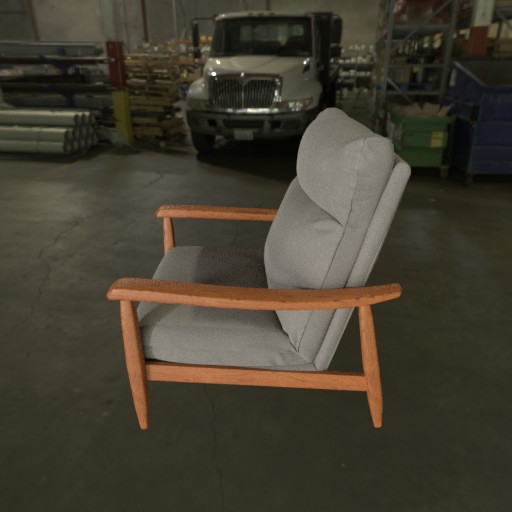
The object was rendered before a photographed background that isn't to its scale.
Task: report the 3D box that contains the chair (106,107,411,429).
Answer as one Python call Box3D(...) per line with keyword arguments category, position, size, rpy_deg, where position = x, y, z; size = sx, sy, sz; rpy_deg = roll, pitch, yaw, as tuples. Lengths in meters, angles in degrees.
Box3D(category="chair", position=(0.000, 0.000, 1.541), size=(0.816, 0.922, 0.782), rpy_deg=(0, 25, 0))
